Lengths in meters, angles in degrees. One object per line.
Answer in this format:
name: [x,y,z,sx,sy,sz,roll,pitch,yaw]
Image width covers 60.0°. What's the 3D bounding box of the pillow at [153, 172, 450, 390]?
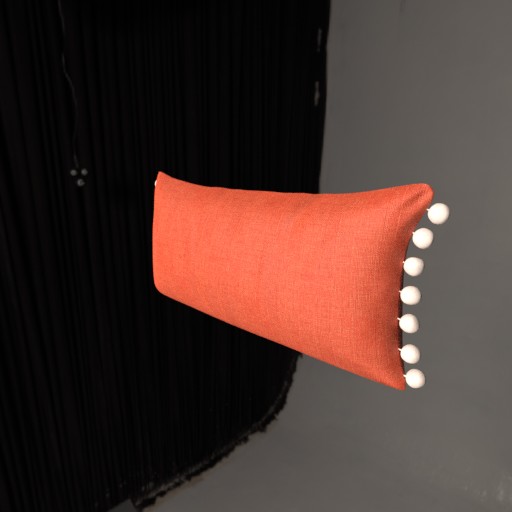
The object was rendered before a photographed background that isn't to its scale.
pillow: [0.000,0.000,0.865,0.709,0.322,0.201,14,20,42]
